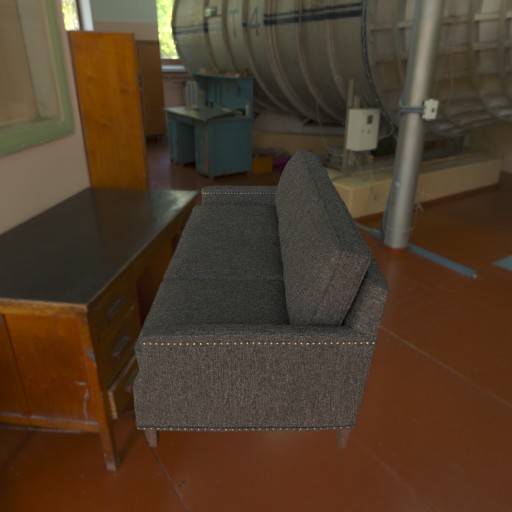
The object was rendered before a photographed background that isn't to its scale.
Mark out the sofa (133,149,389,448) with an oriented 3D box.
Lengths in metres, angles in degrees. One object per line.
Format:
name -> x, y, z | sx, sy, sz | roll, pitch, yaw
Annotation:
sofa -> 0.000, 0.000, 2.851 | 1.084, 1.003, 2.246 | 0, 25, 0
